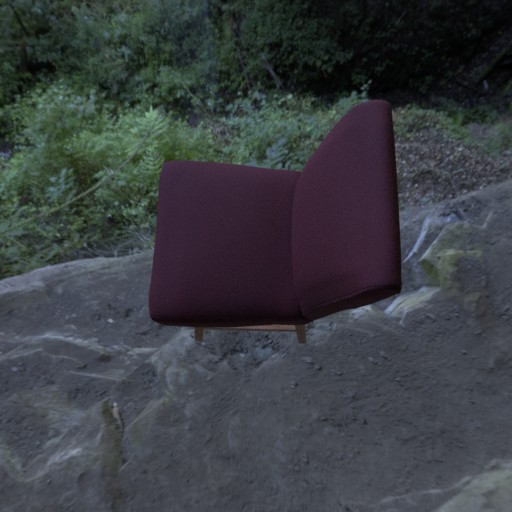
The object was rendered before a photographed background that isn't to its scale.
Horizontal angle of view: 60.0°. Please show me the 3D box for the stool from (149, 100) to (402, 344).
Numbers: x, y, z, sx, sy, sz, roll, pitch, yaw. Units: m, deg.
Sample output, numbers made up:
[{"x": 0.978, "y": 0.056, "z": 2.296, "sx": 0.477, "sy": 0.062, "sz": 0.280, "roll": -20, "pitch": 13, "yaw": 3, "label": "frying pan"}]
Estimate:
[{"x": 0.000, "y": 0.000, "z": 1.375, "sx": 0.562, "sy": 1.093, "sz": 0.468, "roll": 2, "pitch": 75, "yaw": 0, "label": "stool"}]
